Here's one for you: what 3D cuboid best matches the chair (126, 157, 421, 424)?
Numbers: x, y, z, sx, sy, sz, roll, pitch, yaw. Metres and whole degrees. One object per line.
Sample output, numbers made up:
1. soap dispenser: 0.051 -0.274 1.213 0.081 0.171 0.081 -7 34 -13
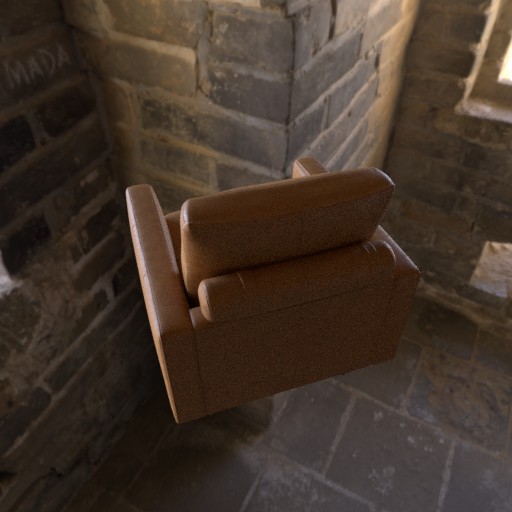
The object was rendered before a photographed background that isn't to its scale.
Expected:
1. chair: 0.000 0.000 1.614 0.831 0.896 0.868 -12 42 -14
